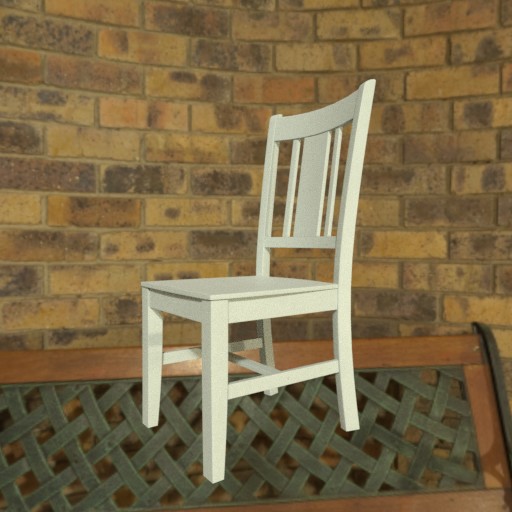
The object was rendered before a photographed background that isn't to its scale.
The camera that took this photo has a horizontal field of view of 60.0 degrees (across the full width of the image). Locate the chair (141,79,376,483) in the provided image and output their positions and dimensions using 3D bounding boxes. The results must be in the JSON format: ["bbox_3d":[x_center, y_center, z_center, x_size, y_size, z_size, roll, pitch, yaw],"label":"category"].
[{"bbox_3d":[0.000,0.000,1.296,0.555,0.998,0.450,-1,2,-36],"label":"chair"}]
